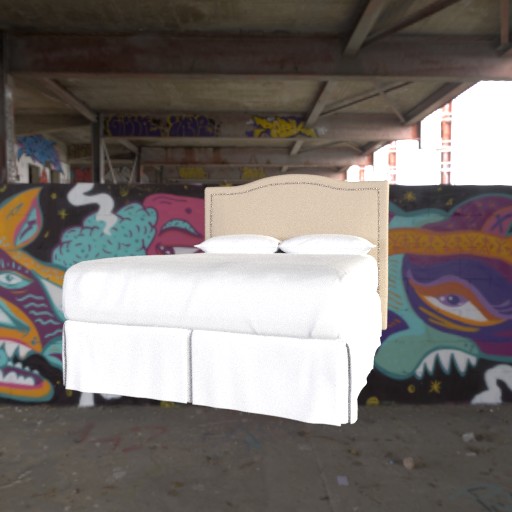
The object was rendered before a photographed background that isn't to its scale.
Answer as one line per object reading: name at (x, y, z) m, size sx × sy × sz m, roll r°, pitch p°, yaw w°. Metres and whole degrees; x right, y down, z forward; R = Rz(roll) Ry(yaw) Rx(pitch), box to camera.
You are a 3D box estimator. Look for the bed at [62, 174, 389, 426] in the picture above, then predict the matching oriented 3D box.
bed at (0.000, 0.000, 3.211) m, size 1.753 × 1.460 × 2.143 m, roll 1°, pitch 2°, yaw 19°
